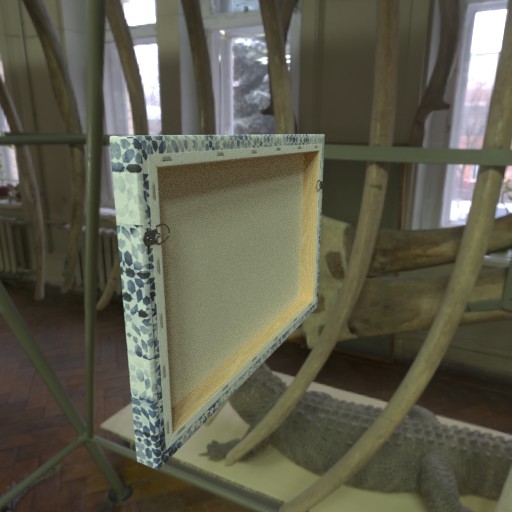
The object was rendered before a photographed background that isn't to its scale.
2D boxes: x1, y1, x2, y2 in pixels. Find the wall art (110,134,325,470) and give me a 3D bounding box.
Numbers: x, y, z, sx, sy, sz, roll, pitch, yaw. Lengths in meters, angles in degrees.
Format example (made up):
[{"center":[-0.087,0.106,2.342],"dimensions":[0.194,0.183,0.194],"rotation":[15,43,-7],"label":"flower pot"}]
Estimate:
[{"center":[0.000,0.000,1.153],"dimensions":[0.057,0.608,0.911],"rotation":[8,17,26],"label":"wall art"}]
